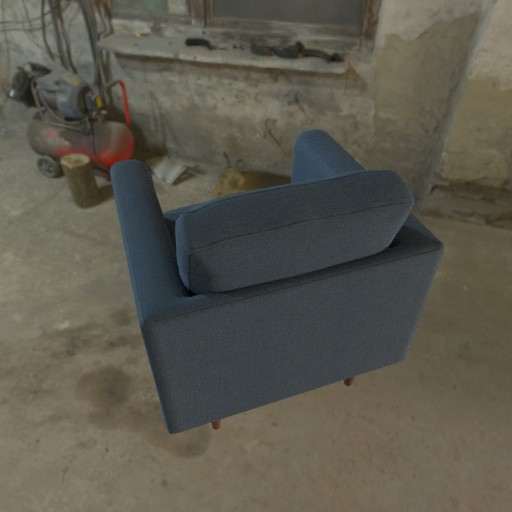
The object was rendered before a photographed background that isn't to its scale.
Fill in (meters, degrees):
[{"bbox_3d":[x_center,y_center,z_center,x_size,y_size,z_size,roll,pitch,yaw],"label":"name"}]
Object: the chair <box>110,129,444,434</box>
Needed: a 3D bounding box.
[{"bbox_3d":[0.000,0.000,1.558,0.855,0.922,0.820,-13,43,-14],"label":"chair"}]
